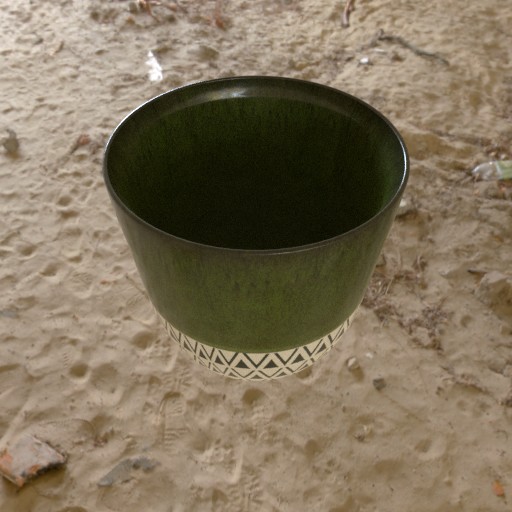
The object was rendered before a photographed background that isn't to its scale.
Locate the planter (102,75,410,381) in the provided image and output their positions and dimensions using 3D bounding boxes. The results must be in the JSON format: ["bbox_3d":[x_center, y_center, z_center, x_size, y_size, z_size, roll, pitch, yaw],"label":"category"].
[{"bbox_3d":[0.000,0.000,0.460,0.245,0.270,0.245,0,47,0],"label":"planter"}]
